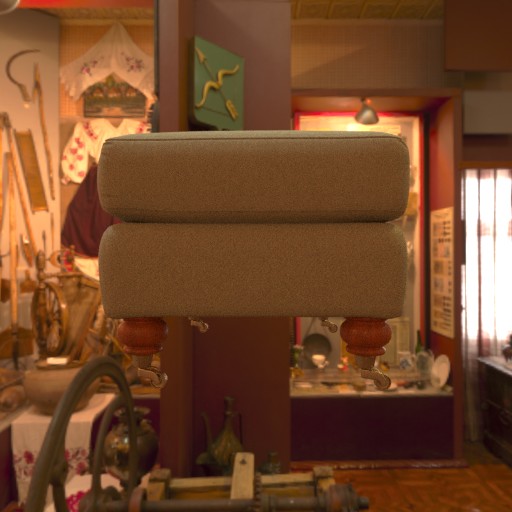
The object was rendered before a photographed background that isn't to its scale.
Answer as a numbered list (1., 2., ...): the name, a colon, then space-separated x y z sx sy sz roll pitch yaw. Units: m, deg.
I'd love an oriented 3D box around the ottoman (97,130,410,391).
1. ottoman: 0.000 0.000 1.145 0.569 0.499 0.773 0 0 1
